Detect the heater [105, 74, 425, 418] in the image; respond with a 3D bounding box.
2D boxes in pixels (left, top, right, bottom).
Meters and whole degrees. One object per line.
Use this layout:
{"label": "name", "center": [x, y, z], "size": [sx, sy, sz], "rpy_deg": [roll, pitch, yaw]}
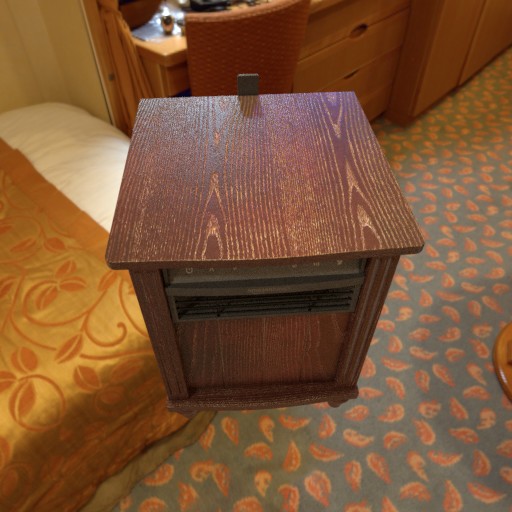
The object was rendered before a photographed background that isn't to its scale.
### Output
{"label": "heater", "center": [0.000, 0.000, 0.772], "size": [0.362, 0.481, 0.400], "rpy_deg": [-3, 46, -3]}
